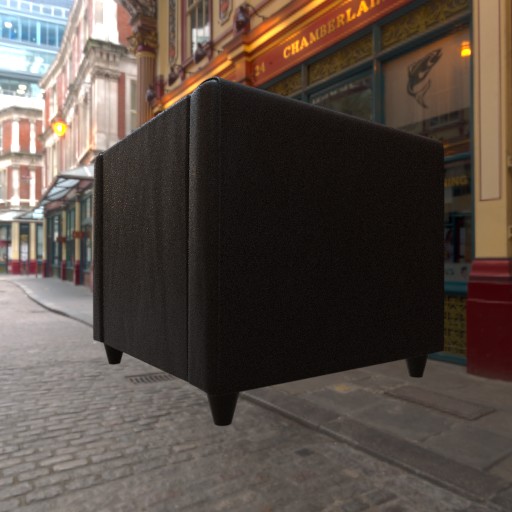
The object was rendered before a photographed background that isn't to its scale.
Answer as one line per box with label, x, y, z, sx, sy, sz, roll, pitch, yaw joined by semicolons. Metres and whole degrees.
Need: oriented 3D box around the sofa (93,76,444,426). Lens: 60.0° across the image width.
sofa;0.000;0.000;1.424;0.809;0.724;0.839;1;-2;-36
